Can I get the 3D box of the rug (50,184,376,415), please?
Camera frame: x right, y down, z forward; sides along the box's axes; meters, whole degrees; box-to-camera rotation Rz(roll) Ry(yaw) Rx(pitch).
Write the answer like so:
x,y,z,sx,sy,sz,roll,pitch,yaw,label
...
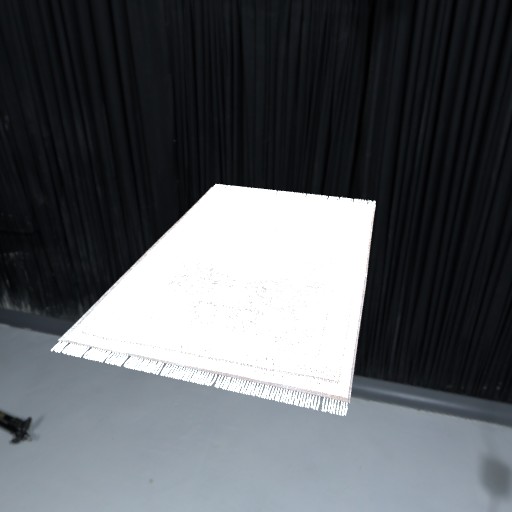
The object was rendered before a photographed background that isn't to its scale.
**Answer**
x,y,z,sx,sy,sz,roll,pitch,yaw,label
0.000,0.000,3.108,1.528,0.010,2.440,8,31,14,rug
